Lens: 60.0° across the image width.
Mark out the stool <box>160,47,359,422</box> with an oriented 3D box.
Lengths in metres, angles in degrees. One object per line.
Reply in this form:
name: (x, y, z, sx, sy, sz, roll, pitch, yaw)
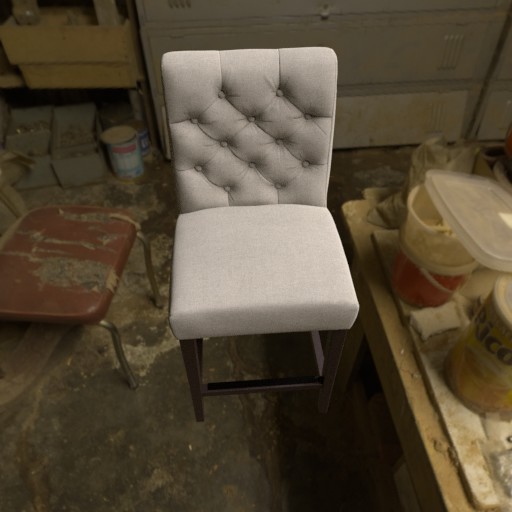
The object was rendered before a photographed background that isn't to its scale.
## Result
stool: (0.000, 0.000, 1.364, 0.493, 1.040, 0.601, -3, 47, -3)
